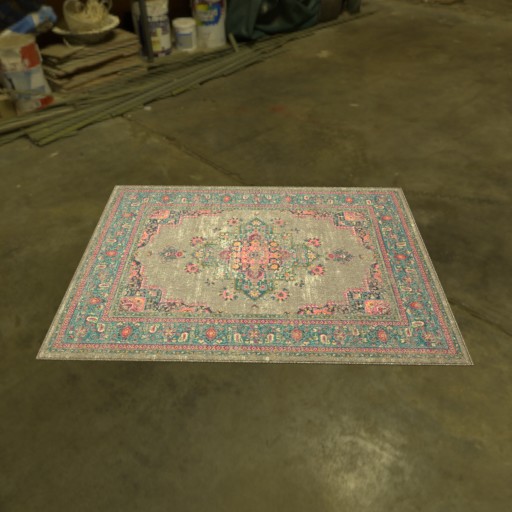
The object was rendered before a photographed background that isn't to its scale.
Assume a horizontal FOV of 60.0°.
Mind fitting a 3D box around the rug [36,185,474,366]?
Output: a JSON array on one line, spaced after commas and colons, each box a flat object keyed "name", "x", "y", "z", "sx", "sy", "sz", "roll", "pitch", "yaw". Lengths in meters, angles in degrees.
[{"name": "rug", "x": 0.000, "y": 0.000, "z": 2.830, "sx": 2.214, "sy": 0.013, "sz": 1.609, "roll": 1, "pitch": 42, "yaw": 1}]
